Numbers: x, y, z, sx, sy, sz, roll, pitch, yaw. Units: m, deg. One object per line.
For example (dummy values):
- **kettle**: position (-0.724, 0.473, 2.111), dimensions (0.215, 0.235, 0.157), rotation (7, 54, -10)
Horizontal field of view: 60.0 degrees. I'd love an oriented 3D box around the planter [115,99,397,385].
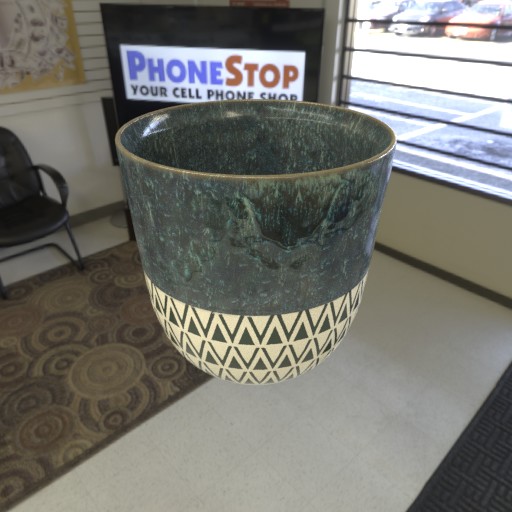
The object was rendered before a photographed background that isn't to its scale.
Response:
- **planter**: position (0.000, 0.000, 0.372), dimensions (0.195, 0.214, 0.195), rotation (0, 31, 0)
